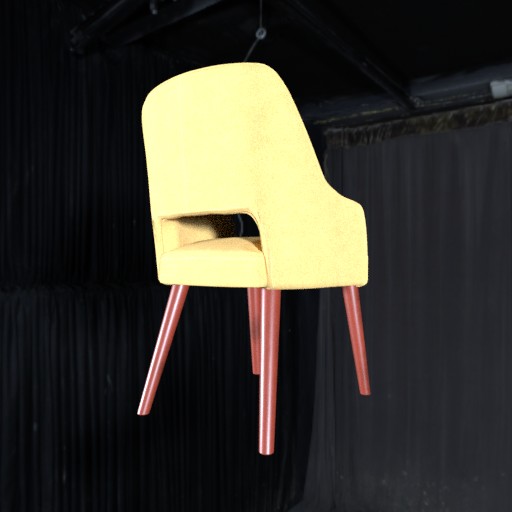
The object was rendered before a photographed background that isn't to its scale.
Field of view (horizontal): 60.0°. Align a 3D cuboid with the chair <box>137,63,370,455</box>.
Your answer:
[{"bbox_3d":[0.000,0.000,1.268,0.548,0.849,0.605,0,-1,37],"label":"chair"}]
